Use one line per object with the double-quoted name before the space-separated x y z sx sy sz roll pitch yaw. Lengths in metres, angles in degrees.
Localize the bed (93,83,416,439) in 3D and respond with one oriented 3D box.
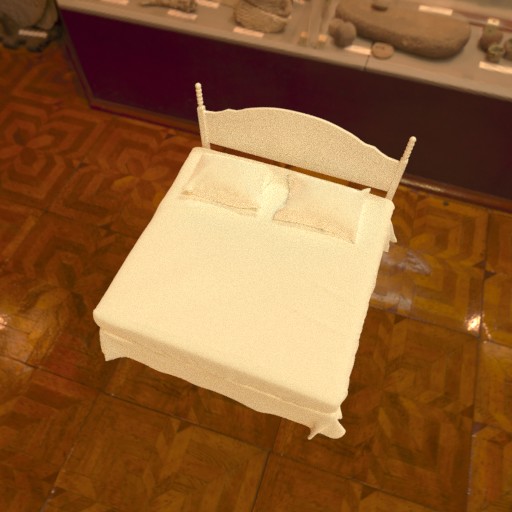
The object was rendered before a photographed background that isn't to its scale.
"bed" 0.000 0.000 3.715 2.322 1.355 2.219 18 60 10
